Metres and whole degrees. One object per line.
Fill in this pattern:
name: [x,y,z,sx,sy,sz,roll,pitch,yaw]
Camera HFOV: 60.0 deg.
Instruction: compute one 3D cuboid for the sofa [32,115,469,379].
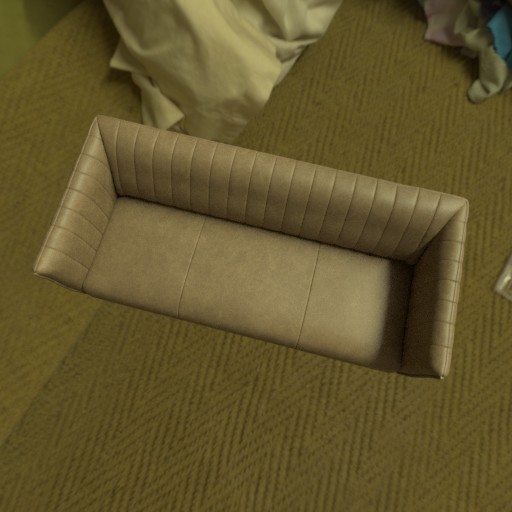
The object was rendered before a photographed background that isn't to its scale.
sofa: [0.000,0.000,2.426,1.980,0.779,0.876,14,75,4]
